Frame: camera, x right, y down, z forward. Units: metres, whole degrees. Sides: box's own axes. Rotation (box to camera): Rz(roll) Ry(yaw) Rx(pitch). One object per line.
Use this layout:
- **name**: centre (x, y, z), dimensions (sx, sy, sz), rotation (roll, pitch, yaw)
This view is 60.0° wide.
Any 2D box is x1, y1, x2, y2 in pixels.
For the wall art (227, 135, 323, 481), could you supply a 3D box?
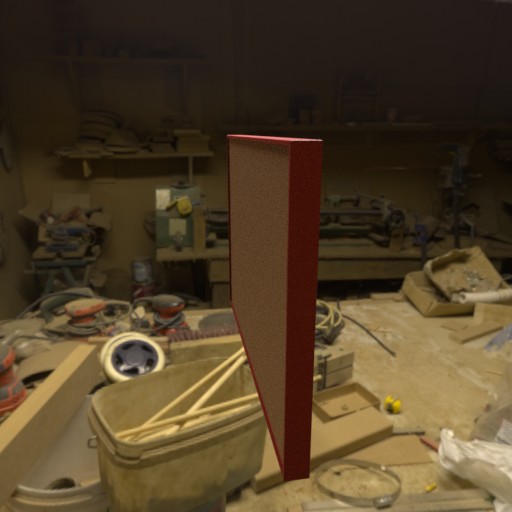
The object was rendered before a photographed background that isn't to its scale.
- **wall art**: centre (0.000, 0.000, 0.778), dimensions (0.033, 0.405, 0.607), rotation (-3, 16, -9)
